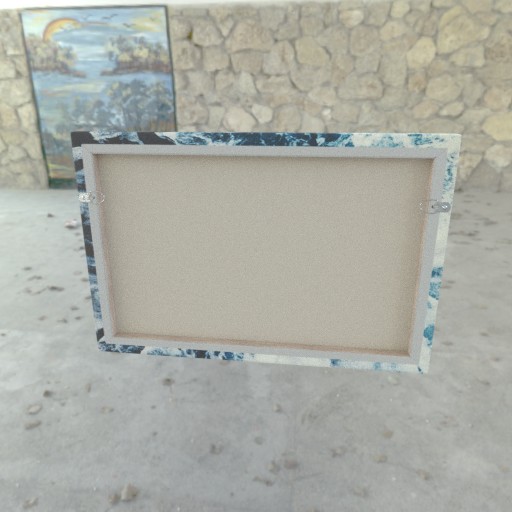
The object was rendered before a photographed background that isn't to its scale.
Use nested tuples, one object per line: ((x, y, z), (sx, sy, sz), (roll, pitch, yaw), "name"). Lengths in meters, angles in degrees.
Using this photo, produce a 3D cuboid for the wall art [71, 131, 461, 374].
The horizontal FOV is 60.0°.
((0.000, 0.000, 1.895), (1.524, 1.017, 0.055), (2, 19, 7), "wall art")
